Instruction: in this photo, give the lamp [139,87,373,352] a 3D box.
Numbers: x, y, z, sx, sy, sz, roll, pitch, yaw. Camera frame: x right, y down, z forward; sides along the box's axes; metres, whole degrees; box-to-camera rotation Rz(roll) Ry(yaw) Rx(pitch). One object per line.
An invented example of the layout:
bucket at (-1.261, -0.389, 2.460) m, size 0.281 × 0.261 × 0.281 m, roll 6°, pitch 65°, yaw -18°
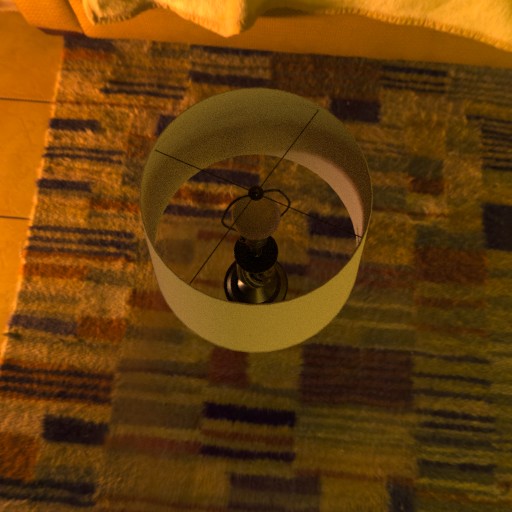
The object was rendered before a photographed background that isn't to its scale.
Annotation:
lamp at (0.000, 0.000, 0.767) m, size 0.331 × 0.594 × 0.331 m, roll 0°, pitch 76°, yaw 0°
